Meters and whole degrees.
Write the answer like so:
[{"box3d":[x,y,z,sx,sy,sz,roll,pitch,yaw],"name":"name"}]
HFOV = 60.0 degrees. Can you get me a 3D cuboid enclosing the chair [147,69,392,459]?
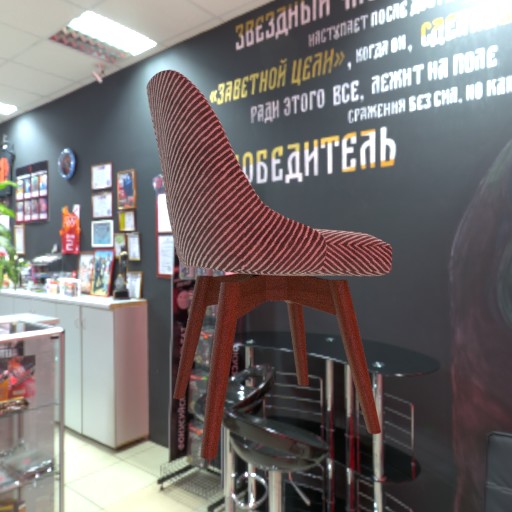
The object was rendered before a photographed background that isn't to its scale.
[{"box3d":[0.000,0.000,1.235,0.591,0.883,0.504,0,0,-19],"name":"chair"}]
